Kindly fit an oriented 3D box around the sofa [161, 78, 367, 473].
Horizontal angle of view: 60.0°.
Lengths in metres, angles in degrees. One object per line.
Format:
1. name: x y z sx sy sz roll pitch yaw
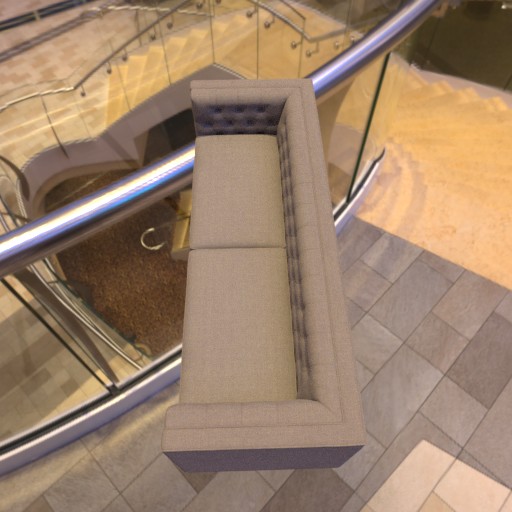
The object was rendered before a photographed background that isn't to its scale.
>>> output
1. sofa: 0.000 0.000 2.525 0.775 0.762 2.159 -1 58 -1
